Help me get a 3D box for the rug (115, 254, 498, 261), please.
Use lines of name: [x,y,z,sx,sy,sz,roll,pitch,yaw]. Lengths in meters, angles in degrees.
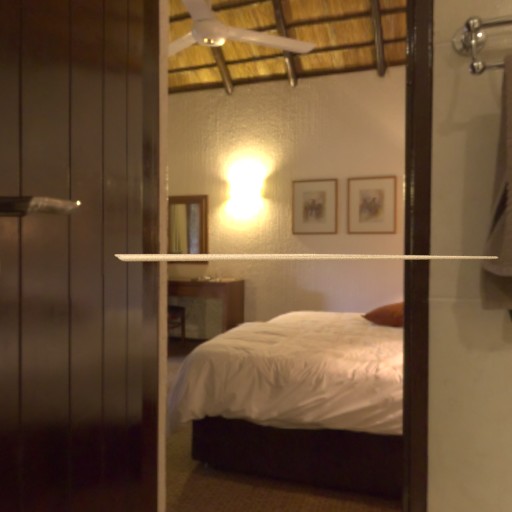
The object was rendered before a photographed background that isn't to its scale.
rug: [0.000,0.000,3.902,2.353,0.014,2.945,0,1,-18]
